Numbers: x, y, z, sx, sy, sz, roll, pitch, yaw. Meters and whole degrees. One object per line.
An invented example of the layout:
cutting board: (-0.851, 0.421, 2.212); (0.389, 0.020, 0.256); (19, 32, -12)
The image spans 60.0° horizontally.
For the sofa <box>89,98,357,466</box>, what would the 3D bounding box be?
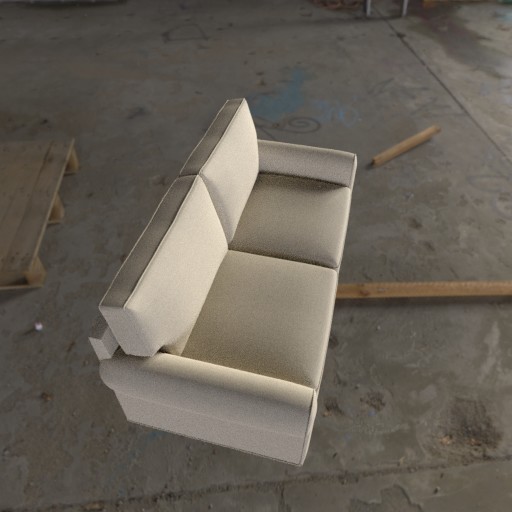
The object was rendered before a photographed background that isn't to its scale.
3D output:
sofa: (0.000, 0.000, 2.278); (0.861, 0.933, 1.774); (10, 47, 10)
